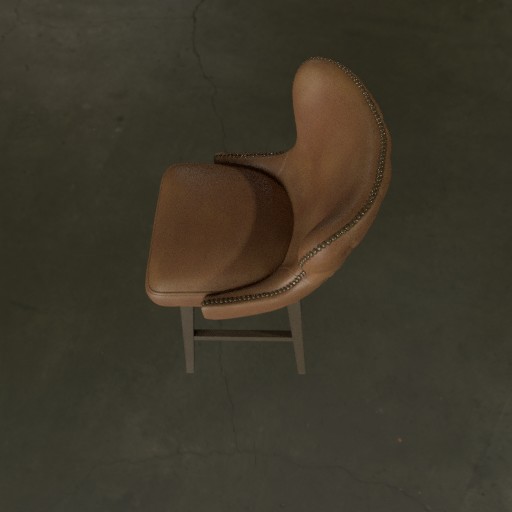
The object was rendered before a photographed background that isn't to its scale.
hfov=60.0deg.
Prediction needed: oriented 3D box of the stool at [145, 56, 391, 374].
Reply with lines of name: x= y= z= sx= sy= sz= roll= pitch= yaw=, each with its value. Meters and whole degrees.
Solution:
stool: x=0.000 y=0.000 z=1.440 sx=0.606 sy=1.087 sz=0.591 roll=1 pitch=60 yaw=1
